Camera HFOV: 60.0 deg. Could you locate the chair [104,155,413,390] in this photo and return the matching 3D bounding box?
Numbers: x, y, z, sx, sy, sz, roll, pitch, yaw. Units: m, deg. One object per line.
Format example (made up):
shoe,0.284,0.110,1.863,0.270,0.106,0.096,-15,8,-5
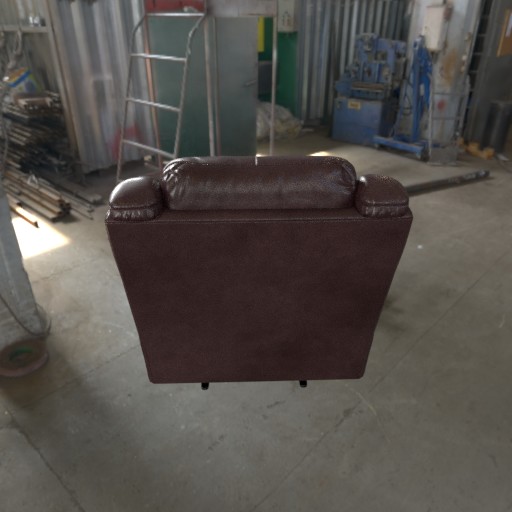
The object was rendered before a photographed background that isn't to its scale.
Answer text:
chair,0.000,0.000,1.925,0.990,1.093,1.041,-1,28,-2
